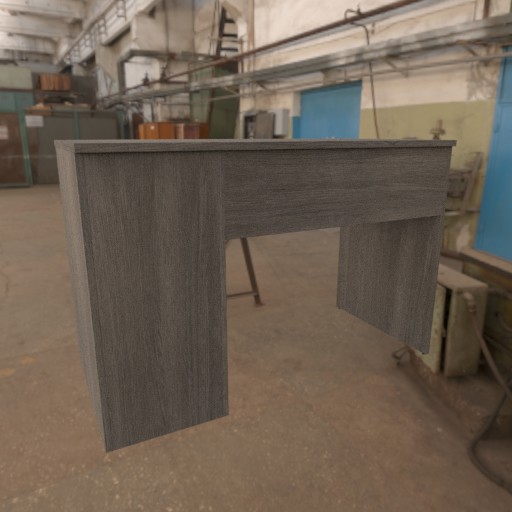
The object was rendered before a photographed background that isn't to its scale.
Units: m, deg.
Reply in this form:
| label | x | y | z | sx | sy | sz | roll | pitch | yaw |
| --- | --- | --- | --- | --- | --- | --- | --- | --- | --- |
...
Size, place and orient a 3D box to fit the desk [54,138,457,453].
| label | x | y | z | sx | sy | sz | roll | pitch | yaw |
| --- | --- | --- | --- | --- | --- | --- | --- | --- | --- |
| desk | 0.000 | 0.000 | 1.451 | 1.097 | 0.735 | 0.560 | -8 | 17 | -26 |
